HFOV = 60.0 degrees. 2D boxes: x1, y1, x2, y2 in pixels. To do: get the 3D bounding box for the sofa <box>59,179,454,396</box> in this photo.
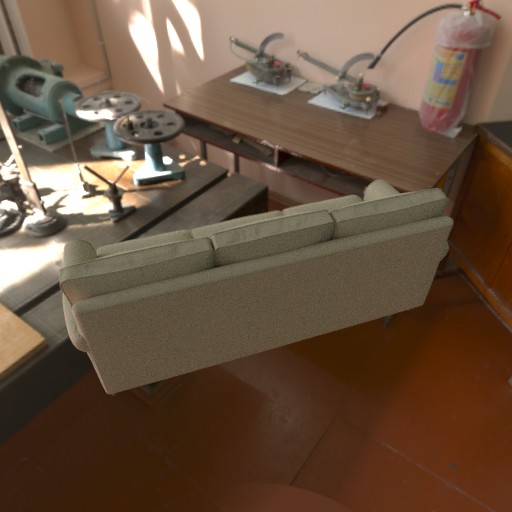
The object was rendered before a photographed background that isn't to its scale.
[{"bbox_3d":[0.000,0.000,2.903,2.354,0.948,0.966,-13,43,-14],"label":"sofa"}]
